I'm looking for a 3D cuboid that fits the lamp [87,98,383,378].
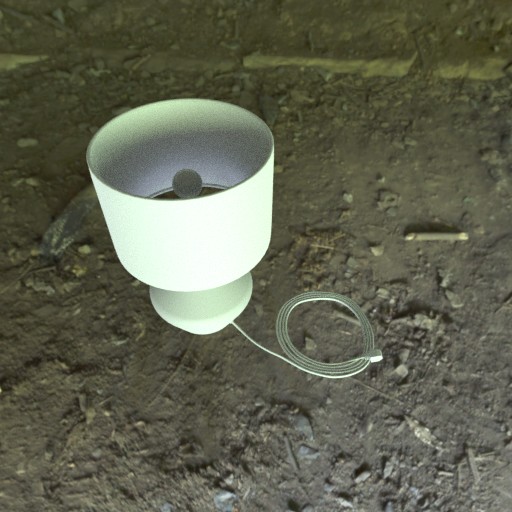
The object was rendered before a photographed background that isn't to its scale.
[{"bbox_3d":[0.000,0.000,0.868,0.546,0.457,0.401,32,54,27],"label":"lamp"}]
